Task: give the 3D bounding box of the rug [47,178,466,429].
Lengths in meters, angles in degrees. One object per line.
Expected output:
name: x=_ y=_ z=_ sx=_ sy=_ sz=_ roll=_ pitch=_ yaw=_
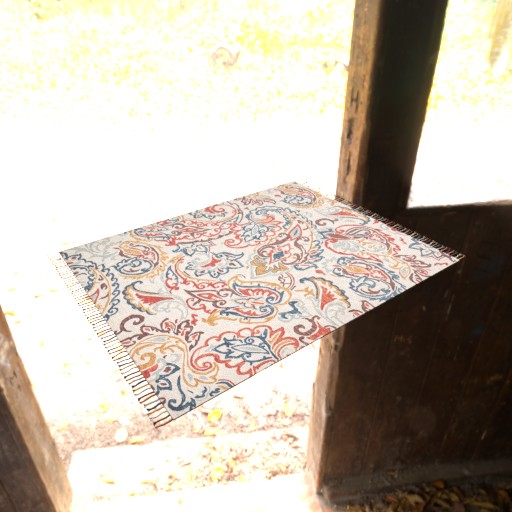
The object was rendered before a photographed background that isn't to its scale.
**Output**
rug: x=0.000 y=0.000 z=4.307 sx=3.274 sy=0.015 sz=2.439 roll=-21 pitch=38 yaw=-30
